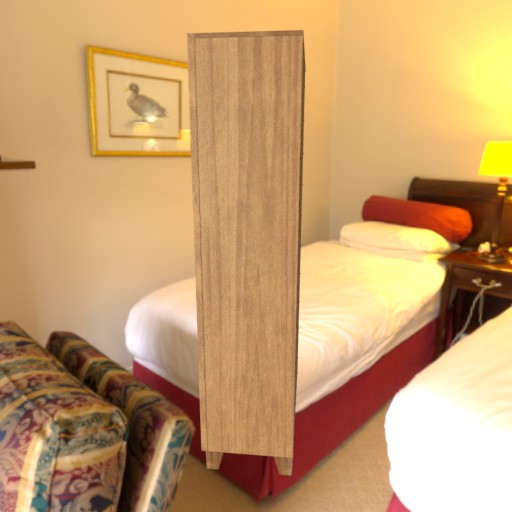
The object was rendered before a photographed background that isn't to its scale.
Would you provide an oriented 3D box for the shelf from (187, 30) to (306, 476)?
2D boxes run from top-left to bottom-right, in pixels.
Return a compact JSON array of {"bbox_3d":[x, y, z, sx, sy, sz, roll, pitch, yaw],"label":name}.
[{"bbox_3d":[0.000,0.000,2.294,0.453,1.930,0.864,2,14,7],"label":"shelf"}]
